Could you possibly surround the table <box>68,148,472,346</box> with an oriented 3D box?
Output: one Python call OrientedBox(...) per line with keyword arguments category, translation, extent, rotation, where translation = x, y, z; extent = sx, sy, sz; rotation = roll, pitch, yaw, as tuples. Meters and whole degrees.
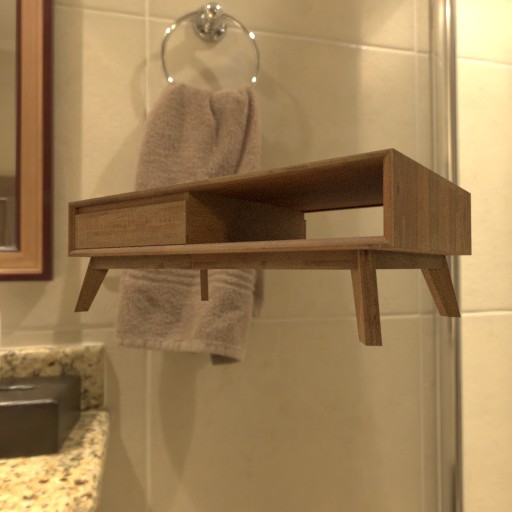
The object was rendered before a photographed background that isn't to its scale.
OrientedBox(category="table", translation=(0.000, 0.000, 2.022), extent=(1.619, 0.531, 0.918), rotation=(-1, -2, 38))
